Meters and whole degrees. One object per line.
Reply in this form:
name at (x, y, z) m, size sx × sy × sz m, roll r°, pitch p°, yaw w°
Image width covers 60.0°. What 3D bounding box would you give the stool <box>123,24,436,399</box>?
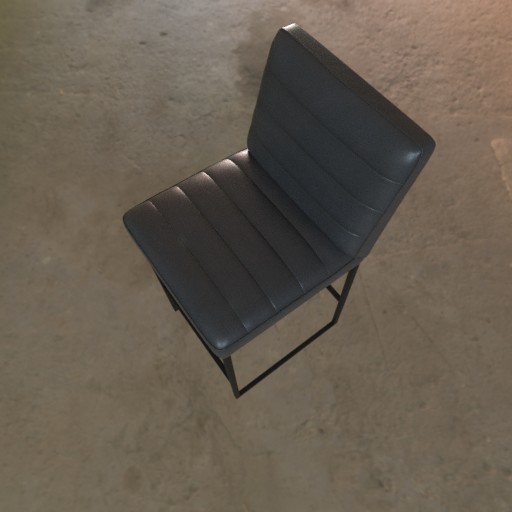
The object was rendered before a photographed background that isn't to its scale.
stool at (0.000, 0.000, 1.303) m, size 0.552 × 1.040 × 0.457 m, roll -34°, pitch 68°, yaw -16°
